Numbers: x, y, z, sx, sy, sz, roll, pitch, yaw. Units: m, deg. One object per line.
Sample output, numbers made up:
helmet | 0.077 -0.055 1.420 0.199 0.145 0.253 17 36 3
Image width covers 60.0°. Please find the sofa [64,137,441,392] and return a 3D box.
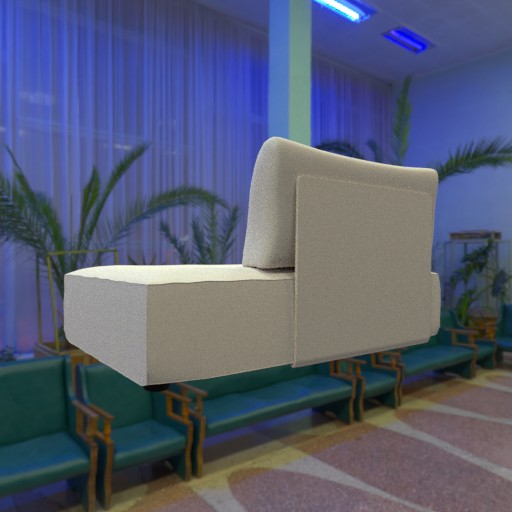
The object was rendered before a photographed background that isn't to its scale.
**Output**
sofa | 0.000 0.000 2.046 1.450 0.820 1.000 0 0 -36
